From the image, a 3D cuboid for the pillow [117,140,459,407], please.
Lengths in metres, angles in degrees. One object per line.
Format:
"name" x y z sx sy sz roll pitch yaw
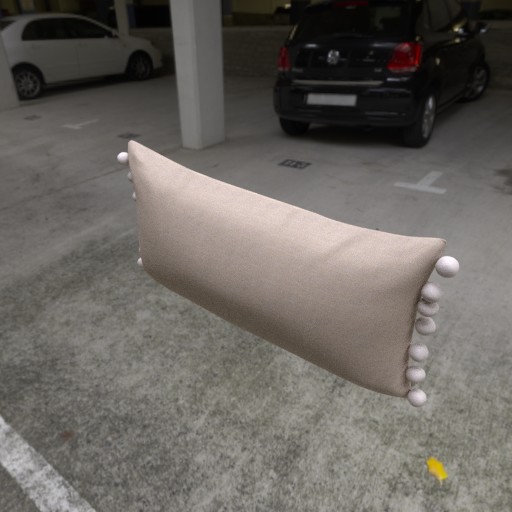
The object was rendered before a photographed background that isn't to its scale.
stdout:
"pillow" 0.000 0.000 0.834 0.709 0.322 0.201 22 38 31
